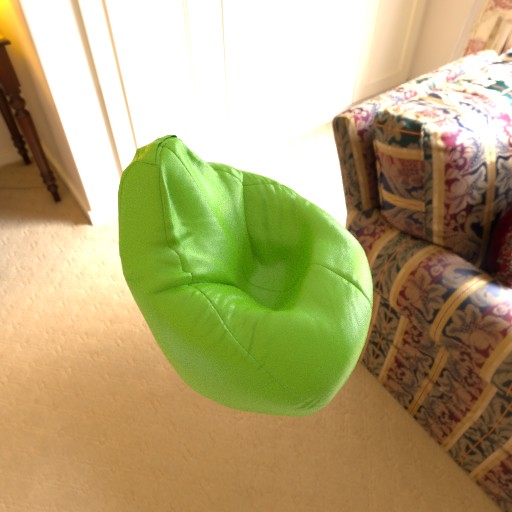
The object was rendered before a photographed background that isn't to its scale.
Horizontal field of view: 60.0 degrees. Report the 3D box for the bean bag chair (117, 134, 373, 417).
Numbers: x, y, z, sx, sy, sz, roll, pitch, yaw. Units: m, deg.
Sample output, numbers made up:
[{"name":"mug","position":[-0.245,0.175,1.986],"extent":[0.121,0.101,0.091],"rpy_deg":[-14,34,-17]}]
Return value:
[{"name":"bean bag chair","position":[0.000,0.000,1.909],"extent":[1.070,0.990,1.070],"rpy_deg":[11,47,11]}]
